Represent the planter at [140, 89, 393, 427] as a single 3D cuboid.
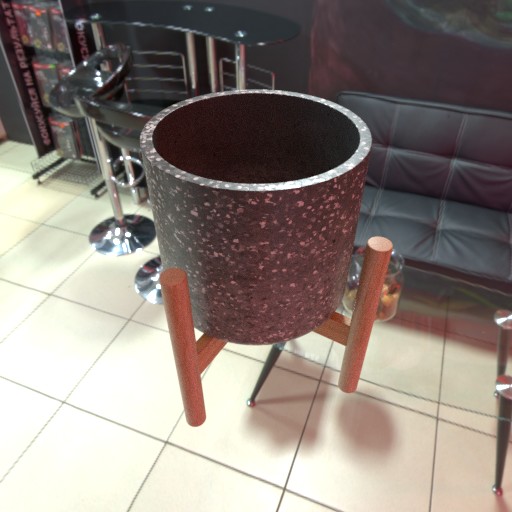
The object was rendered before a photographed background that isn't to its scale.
[{"bbox_3d":[0.000,0.000,0.534,0.284,0.320,0.284,-25,46,-27],"label":"planter"}]
